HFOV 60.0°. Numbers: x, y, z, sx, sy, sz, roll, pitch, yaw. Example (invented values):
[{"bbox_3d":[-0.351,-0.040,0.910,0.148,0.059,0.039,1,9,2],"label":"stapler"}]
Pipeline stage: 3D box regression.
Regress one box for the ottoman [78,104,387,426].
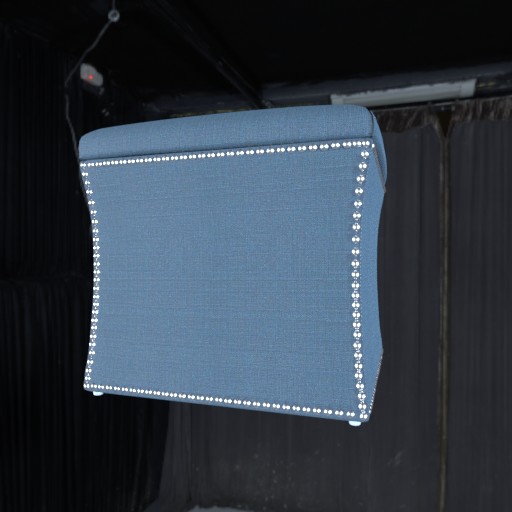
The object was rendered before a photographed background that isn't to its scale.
[{"bbox_3d":[0.000,0.000,0.900,0.507,0.475,0.497,0,0,18],"label":"ottoman"}]
